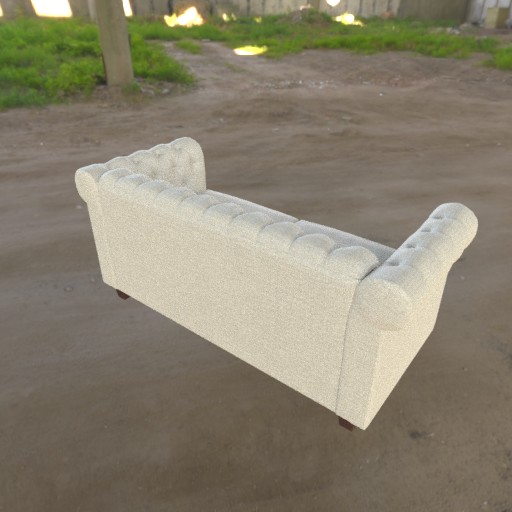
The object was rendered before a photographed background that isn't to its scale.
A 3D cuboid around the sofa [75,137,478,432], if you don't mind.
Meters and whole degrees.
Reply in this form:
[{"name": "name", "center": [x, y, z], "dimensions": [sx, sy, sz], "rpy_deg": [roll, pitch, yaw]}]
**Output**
[{"name": "sofa", "center": [0.000, 0.000, 2.235], "dimensions": [1.798, 0.797, 0.783], "rpy_deg": [22, 37, 32]}]
